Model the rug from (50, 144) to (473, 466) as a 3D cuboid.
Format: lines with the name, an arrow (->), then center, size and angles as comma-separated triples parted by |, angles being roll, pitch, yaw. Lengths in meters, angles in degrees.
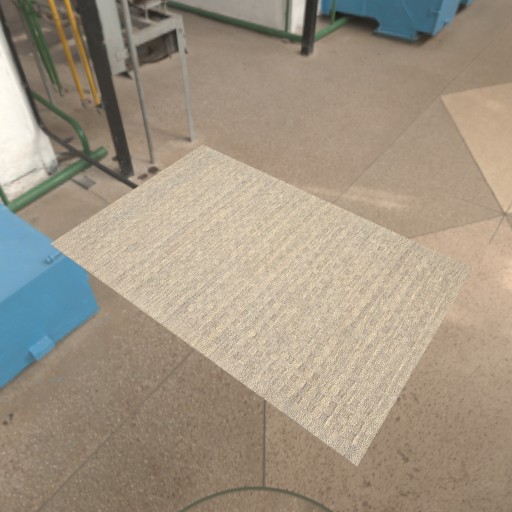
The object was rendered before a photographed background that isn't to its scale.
rug -> 0.000, 0.000, 2.190 | 1.752, 0.006, 1.142 | 29, 53, 25
